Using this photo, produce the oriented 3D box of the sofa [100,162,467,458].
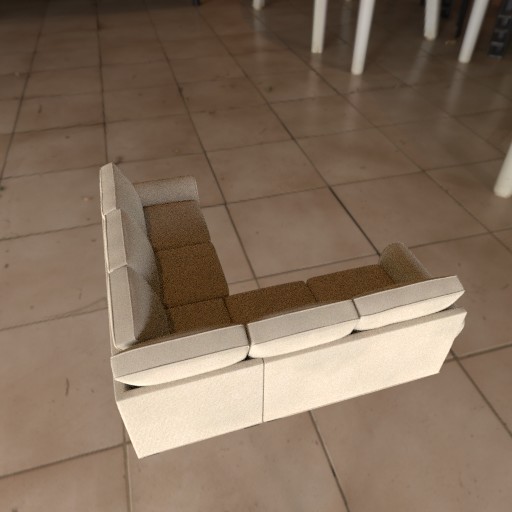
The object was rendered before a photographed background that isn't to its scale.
[{"bbox_3d":[0.000,0.000,3.927,2.487,1.054,2.569,-12,43,-13],"label":"sofa"}]
